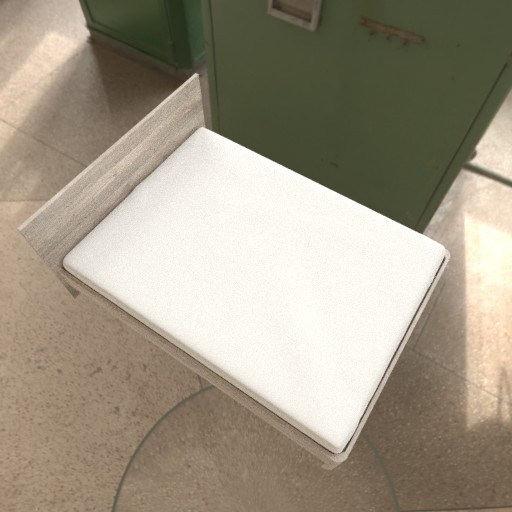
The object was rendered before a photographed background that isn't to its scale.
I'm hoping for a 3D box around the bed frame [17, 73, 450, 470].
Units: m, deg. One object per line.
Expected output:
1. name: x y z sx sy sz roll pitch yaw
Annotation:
1. bed frame: 0.000 0.000 2.651 1.950 0.800 1.490 30 63 17
